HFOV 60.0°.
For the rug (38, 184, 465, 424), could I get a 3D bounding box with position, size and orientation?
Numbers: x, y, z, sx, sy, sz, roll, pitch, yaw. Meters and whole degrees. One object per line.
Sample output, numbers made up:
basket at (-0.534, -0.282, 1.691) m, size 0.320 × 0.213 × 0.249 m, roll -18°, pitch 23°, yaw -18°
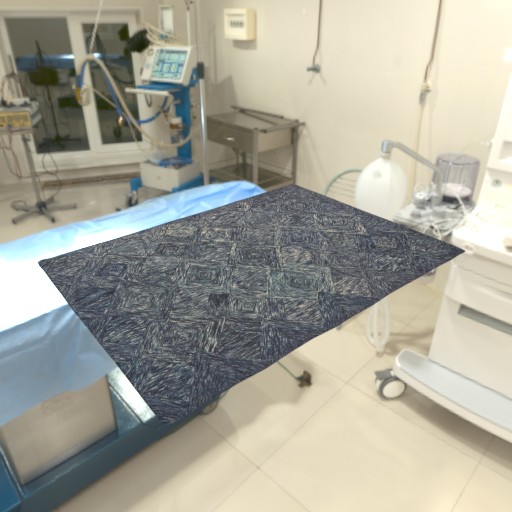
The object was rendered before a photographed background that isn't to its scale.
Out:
rug at (0.000, 0.000, 4.132) m, size 3.245 × 0.024 × 2.385 m, roll -22°, pitch 36°, yaw -34°
